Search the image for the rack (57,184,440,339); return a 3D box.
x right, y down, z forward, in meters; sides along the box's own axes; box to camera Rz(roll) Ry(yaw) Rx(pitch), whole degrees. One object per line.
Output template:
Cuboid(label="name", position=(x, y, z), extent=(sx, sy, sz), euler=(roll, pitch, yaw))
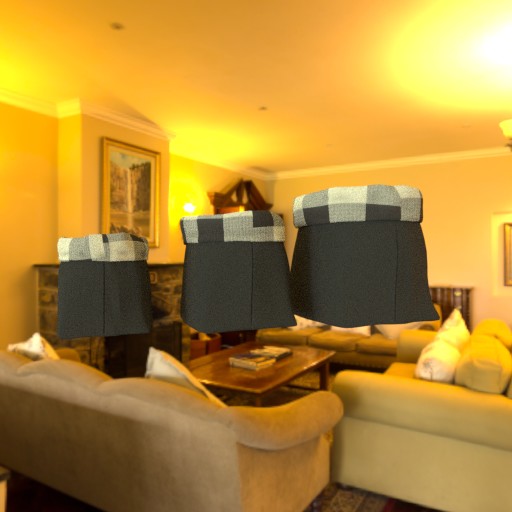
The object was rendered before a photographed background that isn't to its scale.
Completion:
Cuboid(label="rack", position=(0.000, 0.000, 1.080), extent=(0.889, 0.329, 0.370), euler=(0, 0, -18))
